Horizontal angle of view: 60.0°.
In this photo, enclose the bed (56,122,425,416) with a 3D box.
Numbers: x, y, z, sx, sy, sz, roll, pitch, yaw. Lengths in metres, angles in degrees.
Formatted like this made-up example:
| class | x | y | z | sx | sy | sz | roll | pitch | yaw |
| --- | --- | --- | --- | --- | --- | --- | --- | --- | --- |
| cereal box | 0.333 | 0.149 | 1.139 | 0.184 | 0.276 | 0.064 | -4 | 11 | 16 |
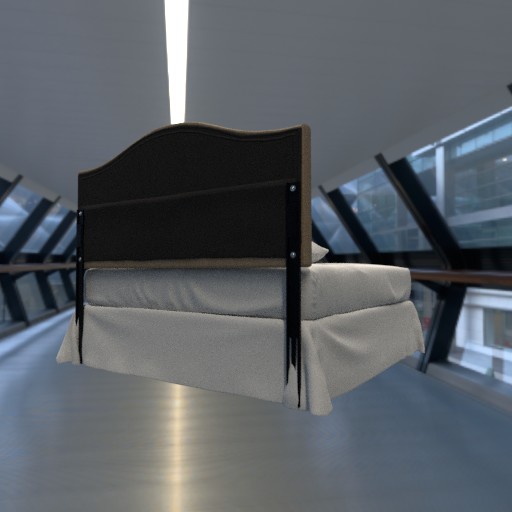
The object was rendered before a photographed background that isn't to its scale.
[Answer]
| class | x | y | z | sx | sy | sz | roll | pitch | yaw |
| --- | --- | --- | --- | --- | --- | --- | --- | --- | --- |
| bed | 0.000 | 0.000 | 3.684 | 2.311 | 1.651 | 2.222 | -1 | -2 | 35 |
